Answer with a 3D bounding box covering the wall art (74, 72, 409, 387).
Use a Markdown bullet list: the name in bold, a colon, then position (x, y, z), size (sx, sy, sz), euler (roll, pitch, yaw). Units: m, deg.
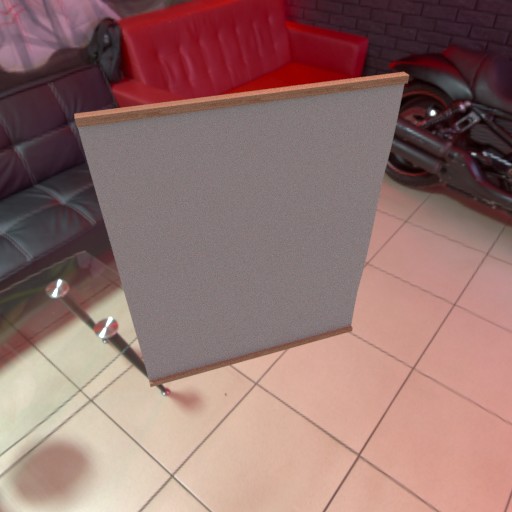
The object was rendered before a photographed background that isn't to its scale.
- **wall art**: position (0.000, 0.000, 0.686), size (0.406, 0.508, 0.013), euler (-12, 43, -14)
